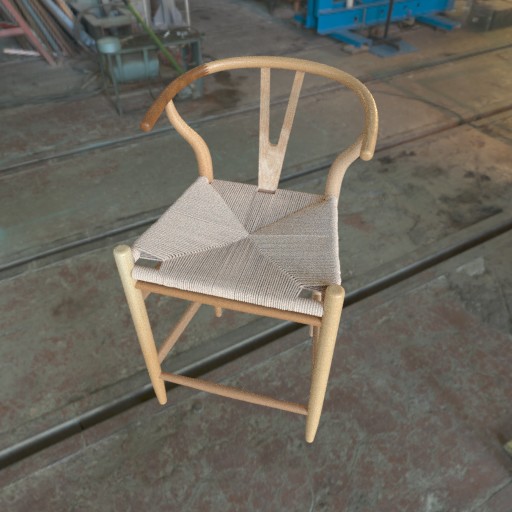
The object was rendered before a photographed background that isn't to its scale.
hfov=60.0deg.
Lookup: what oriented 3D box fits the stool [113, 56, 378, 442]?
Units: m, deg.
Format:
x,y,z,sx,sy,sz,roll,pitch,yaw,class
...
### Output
x,y,z,sx,sy,sz,roll,pitch,yaw,class
0.000,0.000,1.274,0.536,0.923,0.575,10,43,11,stool
